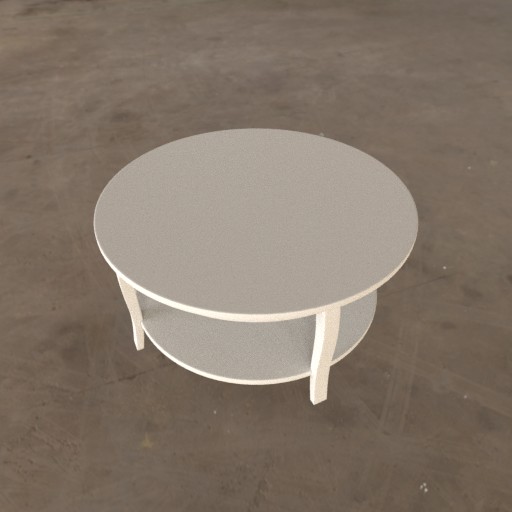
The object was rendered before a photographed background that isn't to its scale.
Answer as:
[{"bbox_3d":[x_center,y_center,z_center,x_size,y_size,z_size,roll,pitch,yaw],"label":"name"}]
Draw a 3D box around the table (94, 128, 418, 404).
[{"bbox_3d":[0.000,0.000,1.438,0.910,0.457,0.910,0,41,0],"label":"table"}]
